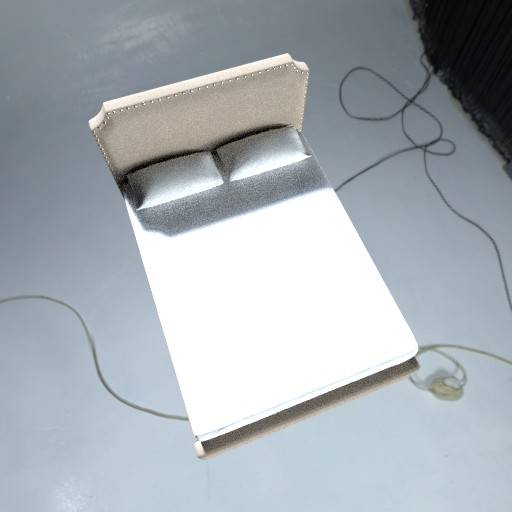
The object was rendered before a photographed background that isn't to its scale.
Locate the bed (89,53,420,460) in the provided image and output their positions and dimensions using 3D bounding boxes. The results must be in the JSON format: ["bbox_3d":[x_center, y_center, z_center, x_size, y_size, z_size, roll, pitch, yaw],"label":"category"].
[{"bbox_3d":[0.000,0.000,3.337,1.703,1.415,2.329,-19,65,-9],"label":"bed"}]
